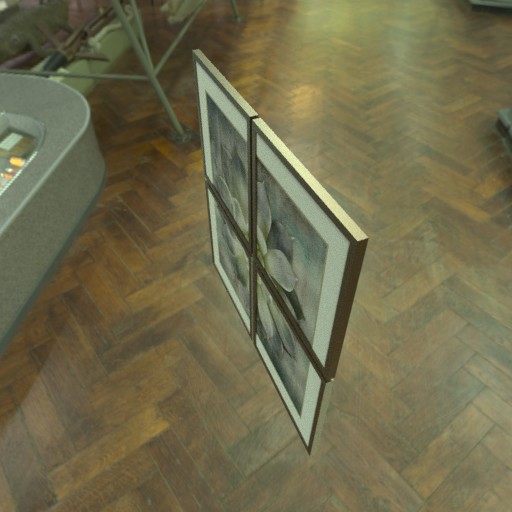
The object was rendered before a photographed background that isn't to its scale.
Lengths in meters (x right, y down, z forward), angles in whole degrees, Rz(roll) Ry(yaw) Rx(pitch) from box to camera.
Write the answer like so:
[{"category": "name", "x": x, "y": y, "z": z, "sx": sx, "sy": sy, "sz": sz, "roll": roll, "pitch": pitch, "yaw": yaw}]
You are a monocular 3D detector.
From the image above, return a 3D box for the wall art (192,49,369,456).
[{"category": "wall art", "x": 0.000, "y": 0.000, "z": 1.530, "sx": 0.030, "sy": 1.032, "sz": 1.032, "roll": -17, "pitch": 47, "yaw": -16}]
